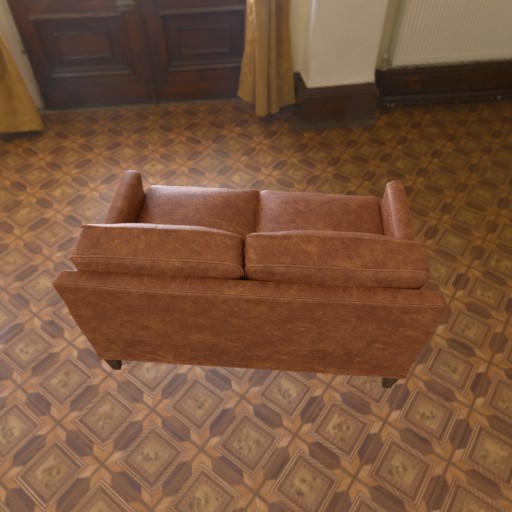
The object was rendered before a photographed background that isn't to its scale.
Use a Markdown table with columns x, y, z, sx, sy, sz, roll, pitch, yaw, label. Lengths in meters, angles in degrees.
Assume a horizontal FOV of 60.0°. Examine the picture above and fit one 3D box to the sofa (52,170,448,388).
| x | y | z | sx | sy | sz | roll | pitch | yaw | label |
| --- | --- | --- | --- | --- | --- | --- | --- | --- | --- |
| 0.000 | 0.000 | 2.278 | 1.597 | 1.003 | 1.084 | 3 | 47 | 3 | sofa |
